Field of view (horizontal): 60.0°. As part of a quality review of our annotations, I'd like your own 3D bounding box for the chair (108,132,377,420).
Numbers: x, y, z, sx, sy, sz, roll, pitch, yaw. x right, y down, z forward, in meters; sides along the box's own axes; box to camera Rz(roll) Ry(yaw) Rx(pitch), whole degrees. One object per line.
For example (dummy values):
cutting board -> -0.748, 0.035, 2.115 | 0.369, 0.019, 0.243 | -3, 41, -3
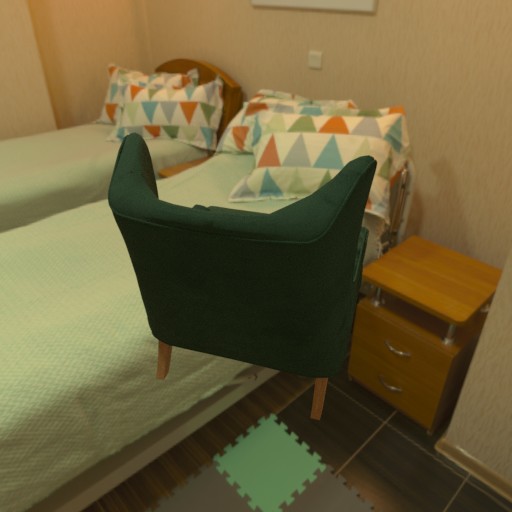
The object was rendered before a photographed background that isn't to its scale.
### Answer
chair -> 0.000, 0.000, 1.684 | 0.793, 0.952, 0.910 | 9, 33, 15
